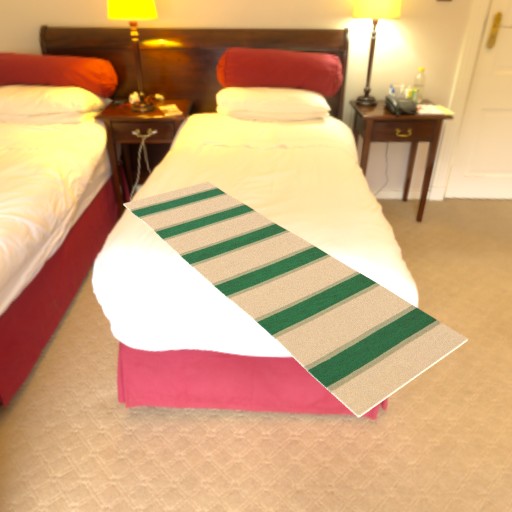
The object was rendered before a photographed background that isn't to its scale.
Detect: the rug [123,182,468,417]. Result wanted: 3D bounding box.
[{"bbox_3d":[0.000,0.000,2.782,0.768,0.012,2.438,-21,37,-30],"label":"rug"}]
